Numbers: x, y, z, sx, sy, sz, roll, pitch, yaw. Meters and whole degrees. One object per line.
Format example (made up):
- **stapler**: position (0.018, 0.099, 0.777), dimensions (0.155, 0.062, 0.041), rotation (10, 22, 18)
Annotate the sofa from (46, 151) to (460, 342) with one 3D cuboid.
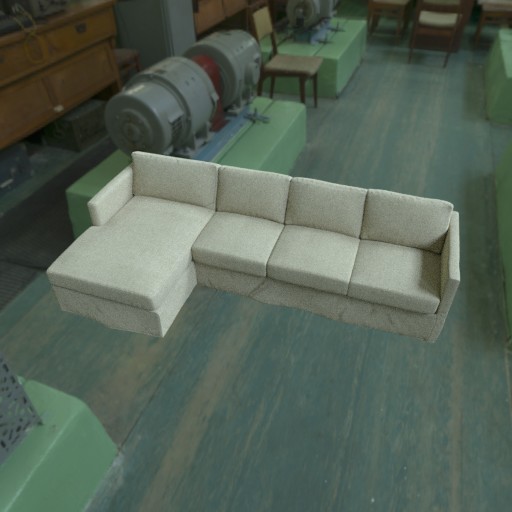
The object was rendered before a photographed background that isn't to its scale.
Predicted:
- **sofa**: position (0.000, 0.000, 3.838), dimensions (3.205, 0.922, 1.650), rotation (12, 42, 14)
